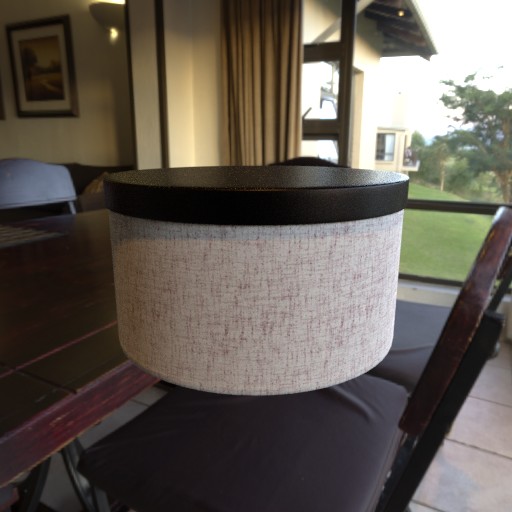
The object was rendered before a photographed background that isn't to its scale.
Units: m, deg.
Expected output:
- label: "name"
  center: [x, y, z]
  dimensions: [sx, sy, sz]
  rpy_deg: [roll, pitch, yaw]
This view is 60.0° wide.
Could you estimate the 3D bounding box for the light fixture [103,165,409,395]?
- label: "light fixture"
  center: [0.000, 0.000, 0.621]
  dimensions: [0.389, 0.229, 0.389]
  rpy_deg: [0, 15, 0]
